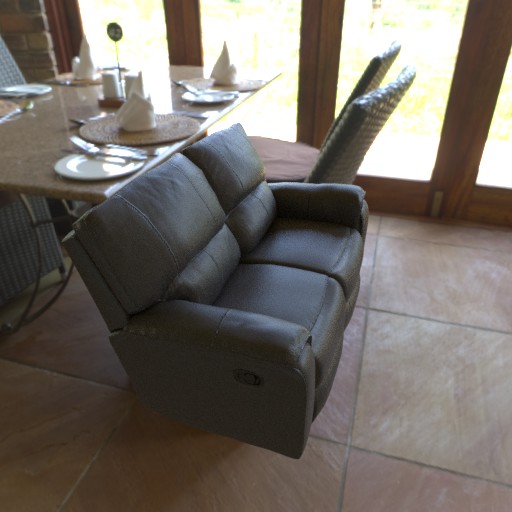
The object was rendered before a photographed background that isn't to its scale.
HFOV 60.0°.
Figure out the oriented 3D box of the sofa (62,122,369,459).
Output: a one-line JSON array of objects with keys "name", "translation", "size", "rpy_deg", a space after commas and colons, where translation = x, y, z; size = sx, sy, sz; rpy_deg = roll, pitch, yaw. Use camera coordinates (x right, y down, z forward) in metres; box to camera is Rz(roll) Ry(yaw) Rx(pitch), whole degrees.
[{"name": "sofa", "translation": [0.000, 0.000, 2.467], "size": [1.104, 1.111, 1.765], "rpy_deg": [10, 32, 17]}]
